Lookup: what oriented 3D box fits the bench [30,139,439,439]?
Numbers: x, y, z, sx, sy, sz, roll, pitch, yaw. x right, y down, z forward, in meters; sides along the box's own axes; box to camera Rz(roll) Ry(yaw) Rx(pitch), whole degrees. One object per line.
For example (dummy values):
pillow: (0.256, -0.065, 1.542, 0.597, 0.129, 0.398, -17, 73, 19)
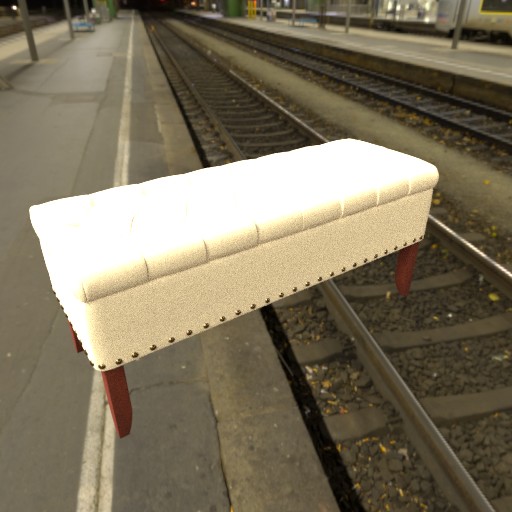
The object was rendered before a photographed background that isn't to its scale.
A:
bench: (0.000, 0.000, 1.273, 1.054, 0.470, 0.400, -19, 35, -30)
